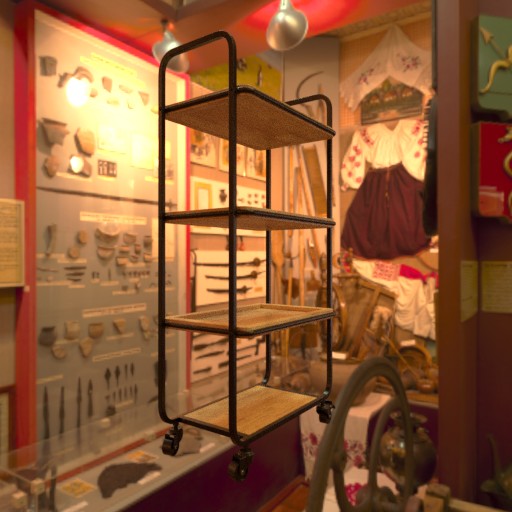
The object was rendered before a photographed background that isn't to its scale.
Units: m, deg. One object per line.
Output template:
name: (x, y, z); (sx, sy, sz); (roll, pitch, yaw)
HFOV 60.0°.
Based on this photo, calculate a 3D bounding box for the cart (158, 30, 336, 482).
cart: (0.000, 0.000, 1.329); (0.321, 1.080, 0.545); (0, 0, 36)
